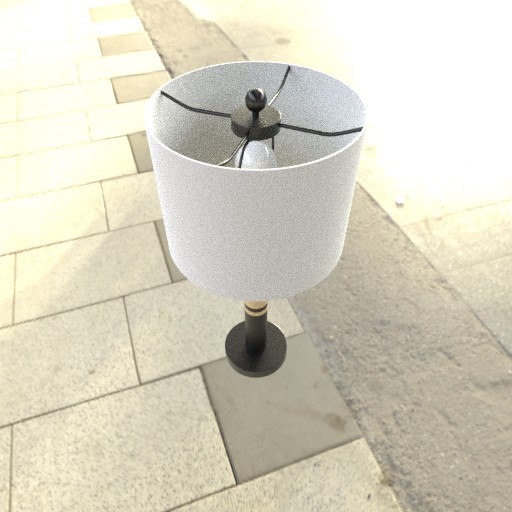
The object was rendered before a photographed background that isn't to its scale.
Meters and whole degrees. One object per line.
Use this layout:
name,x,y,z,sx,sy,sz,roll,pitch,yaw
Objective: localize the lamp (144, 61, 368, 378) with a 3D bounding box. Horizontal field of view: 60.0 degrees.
lamp,0.000,0.000,0.822,0.305,0.640,0.305,-16,48,-15
